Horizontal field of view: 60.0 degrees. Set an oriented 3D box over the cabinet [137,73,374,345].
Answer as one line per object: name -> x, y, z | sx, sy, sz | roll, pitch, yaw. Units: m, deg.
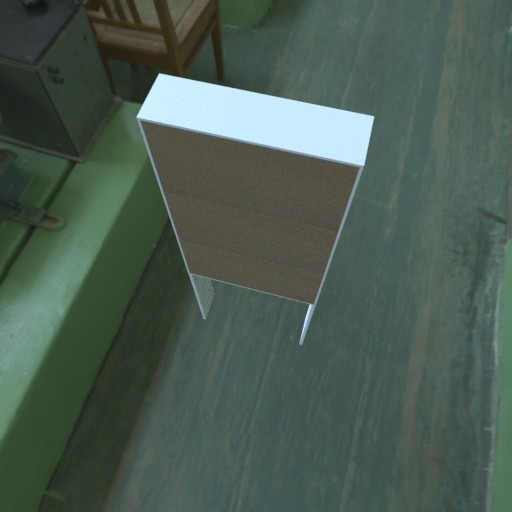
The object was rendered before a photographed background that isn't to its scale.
cabinet -> 0.000, 0.000, 2.036 | 0.643, 1.770, 0.192 | 14, 64, 7
